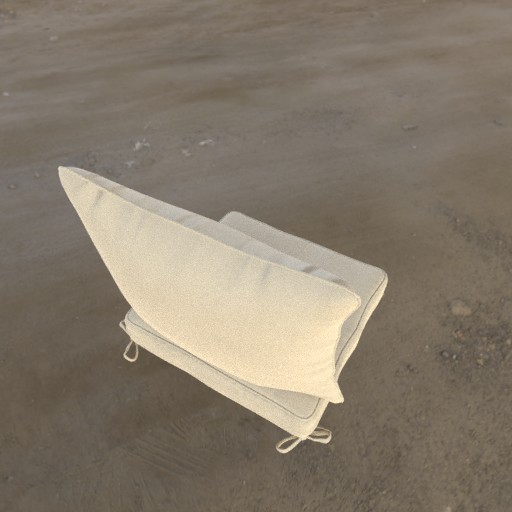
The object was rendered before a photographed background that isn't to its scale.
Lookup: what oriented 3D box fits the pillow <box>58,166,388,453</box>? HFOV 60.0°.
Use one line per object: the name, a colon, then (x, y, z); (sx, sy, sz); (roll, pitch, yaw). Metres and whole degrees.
pillow: (0.000, 0.000, 1.330); (0.798, 0.716, 0.733); (23, 50, 21)
